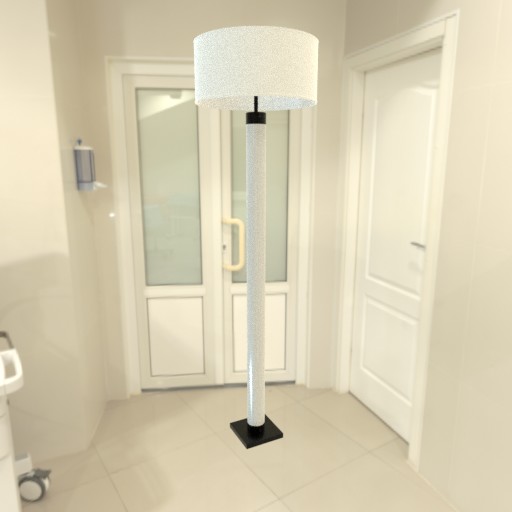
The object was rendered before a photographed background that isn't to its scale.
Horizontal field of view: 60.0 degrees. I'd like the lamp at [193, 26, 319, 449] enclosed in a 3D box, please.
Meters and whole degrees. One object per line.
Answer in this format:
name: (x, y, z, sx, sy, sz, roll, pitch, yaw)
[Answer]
lamp: (0.000, 0.000, 1.645, 0.420, 1.475, 0.420, -6, 14, -26)
